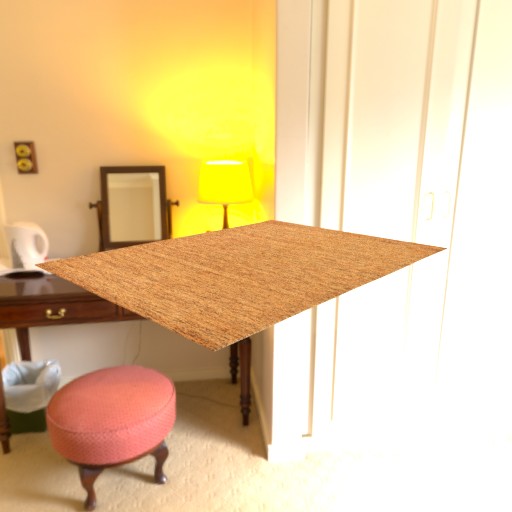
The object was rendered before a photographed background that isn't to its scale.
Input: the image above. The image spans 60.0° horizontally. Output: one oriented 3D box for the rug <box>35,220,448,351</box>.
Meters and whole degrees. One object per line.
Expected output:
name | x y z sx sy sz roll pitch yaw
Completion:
rug | 0.000 0.000 4.283 2.438 0.012 3.200 14 20 42
